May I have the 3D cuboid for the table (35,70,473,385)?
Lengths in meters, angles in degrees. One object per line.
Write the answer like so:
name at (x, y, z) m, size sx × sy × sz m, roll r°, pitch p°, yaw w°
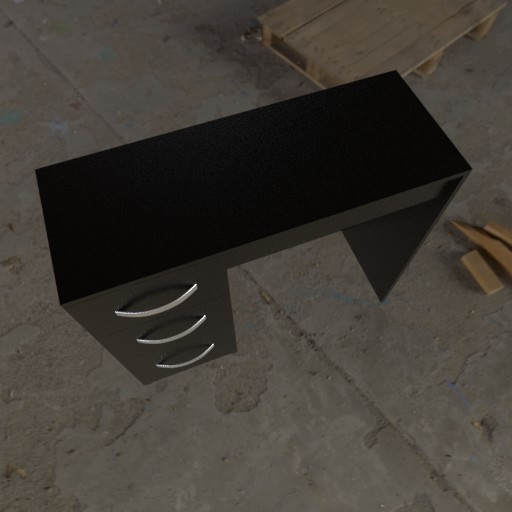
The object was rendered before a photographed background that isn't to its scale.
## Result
table at (0.000, 0.000, 1.349) m, size 0.930 × 0.790 × 0.380 m, roll -19°, pitch 64°, yaw -10°
